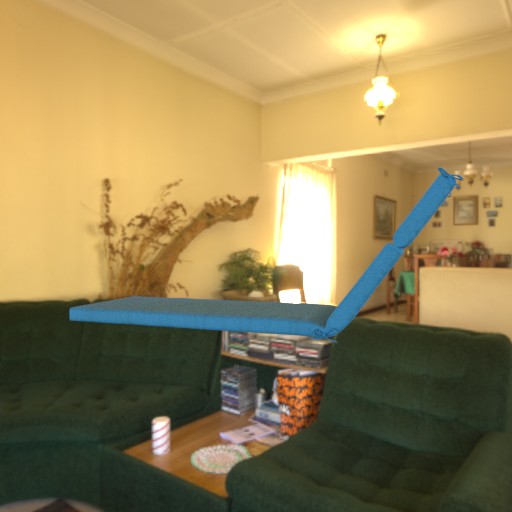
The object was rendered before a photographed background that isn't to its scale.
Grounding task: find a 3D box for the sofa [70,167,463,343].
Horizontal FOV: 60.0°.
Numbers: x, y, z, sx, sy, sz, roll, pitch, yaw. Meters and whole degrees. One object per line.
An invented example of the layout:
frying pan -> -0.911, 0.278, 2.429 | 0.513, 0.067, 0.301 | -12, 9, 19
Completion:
sofa -> 0.000, 0.000, 2.009 | 1.663, 0.622, 0.582 | 0, 1, 19
